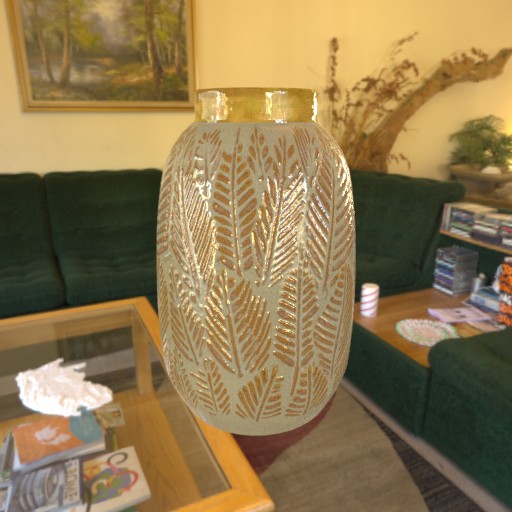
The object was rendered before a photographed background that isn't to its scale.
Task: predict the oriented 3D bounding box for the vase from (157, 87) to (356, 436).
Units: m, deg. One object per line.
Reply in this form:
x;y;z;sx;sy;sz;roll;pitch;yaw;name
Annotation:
0.000;0.000;0.386;0.172;0.270;0.172;0;18;0;vase
